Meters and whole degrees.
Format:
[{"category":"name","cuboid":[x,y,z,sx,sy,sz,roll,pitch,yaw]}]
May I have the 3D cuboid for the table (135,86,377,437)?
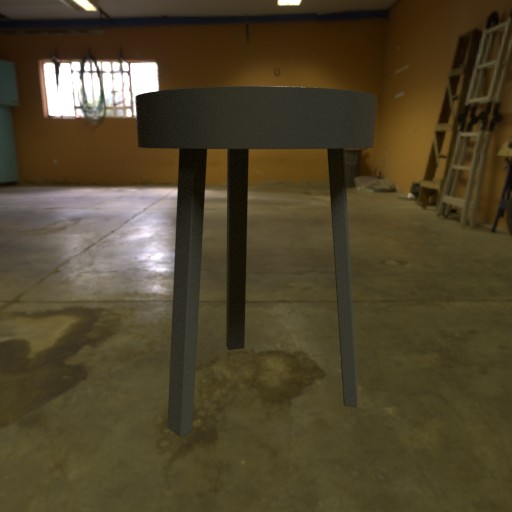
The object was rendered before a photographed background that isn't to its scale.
[{"category":"table","cuboid":[0.000,0.000,0.839,0.406,0.559,0.406,0,15,0]}]
